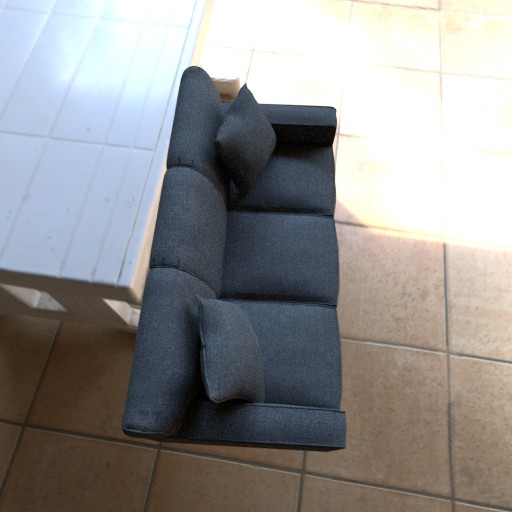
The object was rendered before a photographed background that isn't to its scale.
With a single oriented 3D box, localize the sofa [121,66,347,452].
[{"bbox_3d":[0.000,0.000,2.555,0.997,0.958,2.024,3,65,1],"label":"sofa"}]
